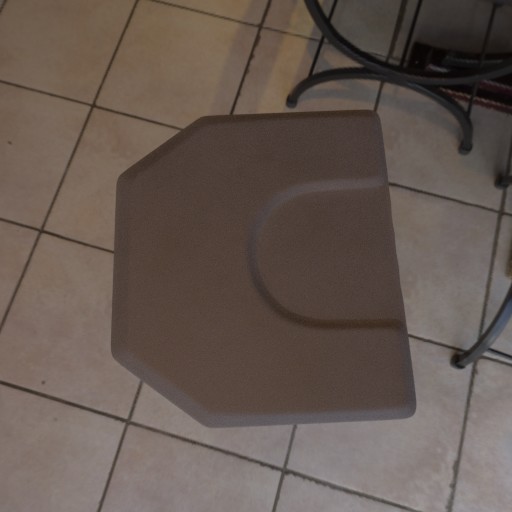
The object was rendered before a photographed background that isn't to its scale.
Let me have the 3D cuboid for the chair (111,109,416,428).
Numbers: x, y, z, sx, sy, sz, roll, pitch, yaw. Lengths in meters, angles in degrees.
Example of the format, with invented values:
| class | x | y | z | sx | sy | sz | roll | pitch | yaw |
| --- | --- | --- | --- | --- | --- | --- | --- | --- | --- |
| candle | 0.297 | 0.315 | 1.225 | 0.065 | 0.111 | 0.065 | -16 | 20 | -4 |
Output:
| class | x | y | z | sx | sy | sz | roll | pitch | yaw |
| --- | --- | --- | --- | --- | --- | --- | --- | --- | --- |
| chair | 0.000 | 0.000 | 1.897 | 1.219 | 0.024 | 1.372 | -3 | 76 | -1 |
